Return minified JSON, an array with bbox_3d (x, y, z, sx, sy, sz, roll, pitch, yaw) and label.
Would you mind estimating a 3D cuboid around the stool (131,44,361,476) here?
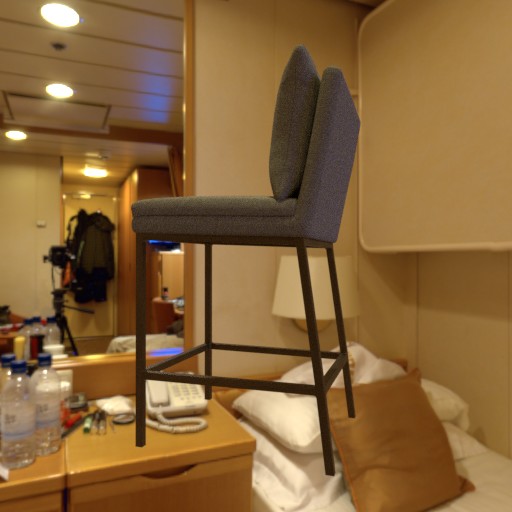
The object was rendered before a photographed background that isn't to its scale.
[{"bbox_3d":[0.000,0.000,1.322,0.569,1.031,0.463,0,0,19],"label":"stool"}]
